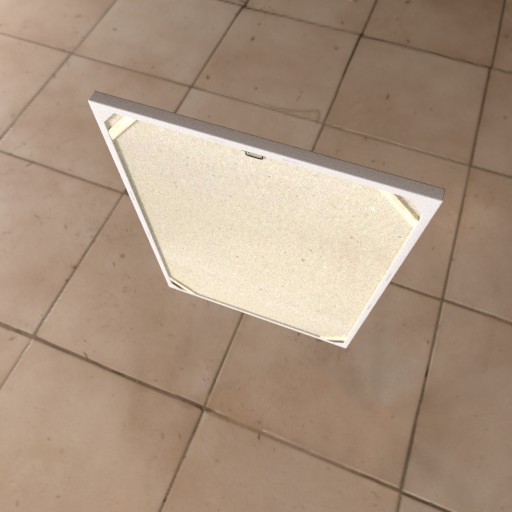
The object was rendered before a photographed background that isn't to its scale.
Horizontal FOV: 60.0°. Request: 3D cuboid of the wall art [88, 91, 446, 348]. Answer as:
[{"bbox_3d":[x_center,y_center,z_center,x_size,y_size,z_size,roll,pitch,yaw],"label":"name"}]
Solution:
[{"bbox_3d":[0.000,0.000,1.619,0.914,1.212,0.038,18,64,9],"label":"wall art"}]
